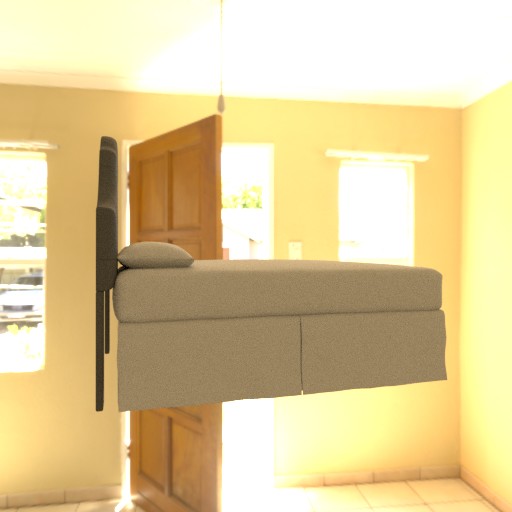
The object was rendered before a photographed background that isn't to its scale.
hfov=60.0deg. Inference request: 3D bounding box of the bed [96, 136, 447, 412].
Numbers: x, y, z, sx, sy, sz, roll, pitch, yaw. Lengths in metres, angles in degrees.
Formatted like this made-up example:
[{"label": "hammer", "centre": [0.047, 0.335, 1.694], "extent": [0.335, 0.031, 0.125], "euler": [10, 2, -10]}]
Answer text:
[{"label": "bed", "centre": [0.000, 0.000, 3.274], "extent": [2.155, 1.575, 1.636], "euler": [0, 0, -17]}]
